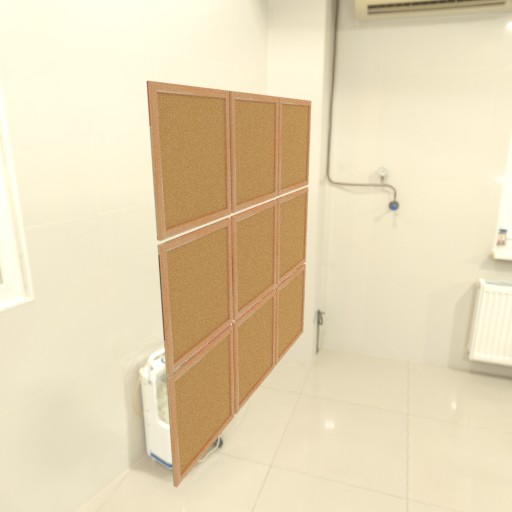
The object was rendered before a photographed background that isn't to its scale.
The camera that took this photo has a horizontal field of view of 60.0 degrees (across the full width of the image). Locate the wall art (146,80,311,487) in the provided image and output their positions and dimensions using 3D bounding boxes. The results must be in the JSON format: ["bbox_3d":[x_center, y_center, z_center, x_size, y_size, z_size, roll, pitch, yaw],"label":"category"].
[{"bbox_3d":[0.000,0.000,1.774,0.013,1.220,1.216,8,19,24],"label":"wall art"}]
